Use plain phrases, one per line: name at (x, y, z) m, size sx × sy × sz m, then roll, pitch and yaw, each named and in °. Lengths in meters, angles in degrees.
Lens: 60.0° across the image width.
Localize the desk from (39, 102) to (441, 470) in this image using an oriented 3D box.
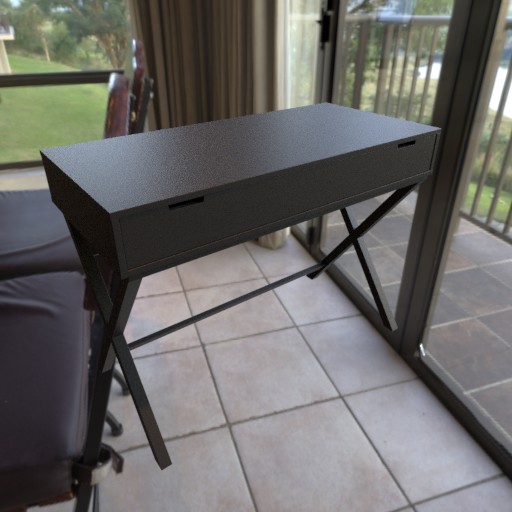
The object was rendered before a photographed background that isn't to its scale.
desk at (0.000, 0.000, 1.468) m, size 1.057 × 0.780 × 0.504 m, roll -20°, pitch 36°, yaw -31°
